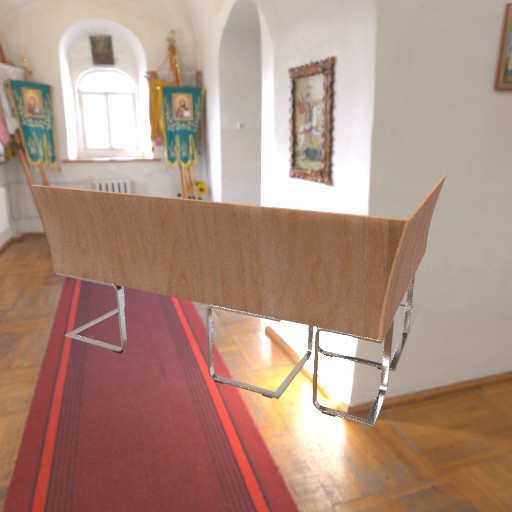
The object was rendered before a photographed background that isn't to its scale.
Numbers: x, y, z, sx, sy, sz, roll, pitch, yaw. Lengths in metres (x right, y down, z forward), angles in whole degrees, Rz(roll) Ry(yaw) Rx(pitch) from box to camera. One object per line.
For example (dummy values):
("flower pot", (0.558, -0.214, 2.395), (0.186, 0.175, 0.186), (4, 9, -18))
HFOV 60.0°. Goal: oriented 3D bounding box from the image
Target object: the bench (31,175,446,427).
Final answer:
("bench", (0.000, 0.000, 2.721), (1.945, 0.930, 1.495), (8, 19, 25))
